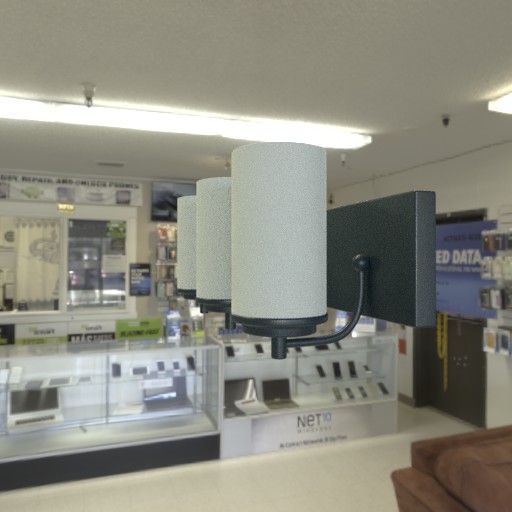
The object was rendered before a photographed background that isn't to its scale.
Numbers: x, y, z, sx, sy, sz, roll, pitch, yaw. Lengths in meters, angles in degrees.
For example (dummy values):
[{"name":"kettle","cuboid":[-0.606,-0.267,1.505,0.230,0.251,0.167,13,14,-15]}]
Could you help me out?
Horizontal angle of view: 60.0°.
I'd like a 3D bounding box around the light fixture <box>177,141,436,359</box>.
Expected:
[{"name":"light fixture","cuboid":[0.000,0.000,0.533,0.145,0.172,0.451,0,0,-18]}]
